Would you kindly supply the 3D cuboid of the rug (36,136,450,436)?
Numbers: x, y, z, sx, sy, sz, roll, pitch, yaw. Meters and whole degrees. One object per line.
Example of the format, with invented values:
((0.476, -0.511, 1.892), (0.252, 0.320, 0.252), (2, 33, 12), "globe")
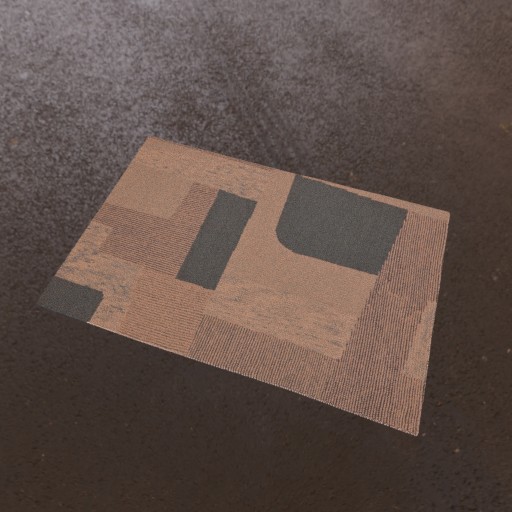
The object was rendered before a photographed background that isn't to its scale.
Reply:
((0.000, 0.000, 2.307), (1.847, 0.020, 1.238), (16, 59, 10), "rug")
